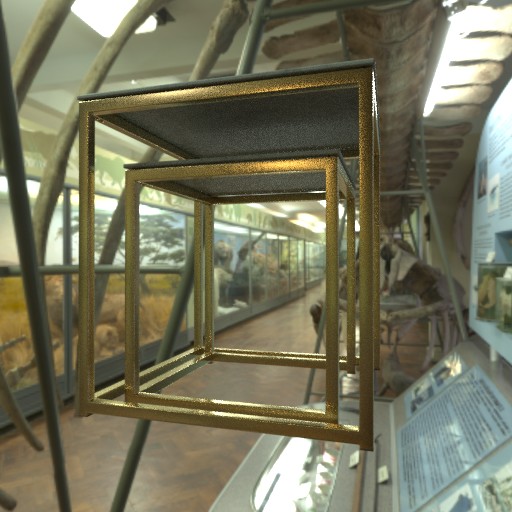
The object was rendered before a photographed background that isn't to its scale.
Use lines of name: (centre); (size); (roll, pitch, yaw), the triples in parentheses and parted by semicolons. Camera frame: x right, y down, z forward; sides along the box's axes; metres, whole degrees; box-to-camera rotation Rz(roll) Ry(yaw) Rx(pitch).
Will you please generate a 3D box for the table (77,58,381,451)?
table: (0.000, 0.000, 0.841); (0.450, 0.500, 0.450); (0, 0, 17)
